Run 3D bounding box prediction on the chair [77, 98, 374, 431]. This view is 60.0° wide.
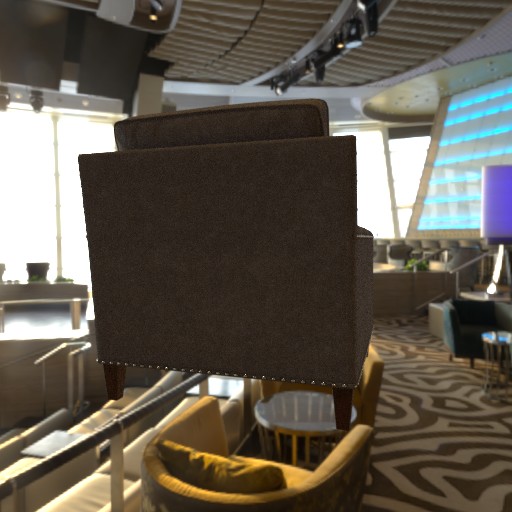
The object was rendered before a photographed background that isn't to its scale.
[{"bbox_3d":[0.000,0.000,1.723,0.853,0.948,1.014,1,2,18],"label":"chair"}]
